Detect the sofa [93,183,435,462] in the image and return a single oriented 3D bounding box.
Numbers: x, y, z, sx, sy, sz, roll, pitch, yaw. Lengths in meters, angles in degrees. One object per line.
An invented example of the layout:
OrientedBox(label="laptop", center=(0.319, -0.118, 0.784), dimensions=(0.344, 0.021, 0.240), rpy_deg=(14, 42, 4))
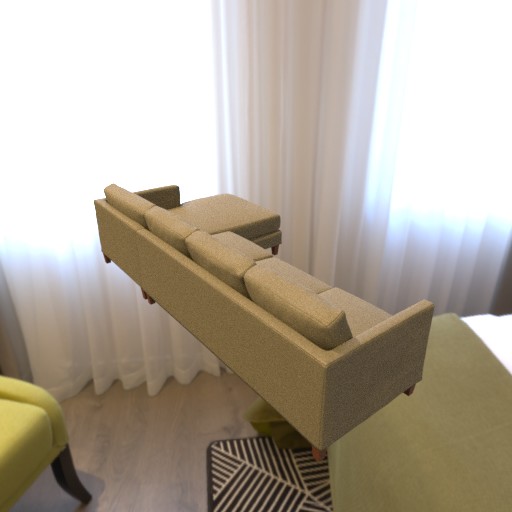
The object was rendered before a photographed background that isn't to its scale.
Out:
OrientedBox(label="sofa", center=(0.000, 0.000, 3.774), dimensions=(1.625, 0.861, 3.186), rpy_deg=(-18, 31, -34))
